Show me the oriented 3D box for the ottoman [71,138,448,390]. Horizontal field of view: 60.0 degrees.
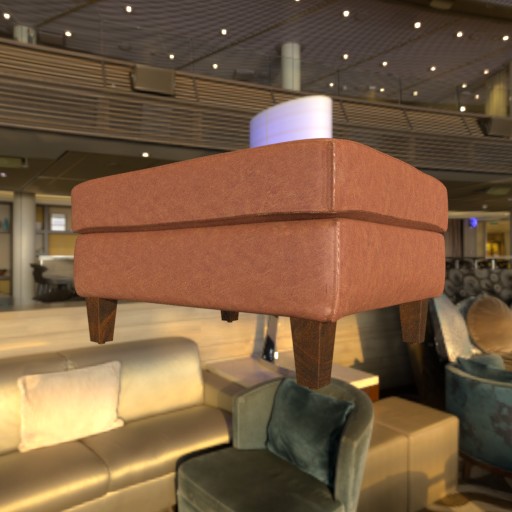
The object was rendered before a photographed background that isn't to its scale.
[{"bbox_3d":[0.000,0.000,1.216,0.851,0.485,0.650,0,0,38],"label":"ottoman"}]
